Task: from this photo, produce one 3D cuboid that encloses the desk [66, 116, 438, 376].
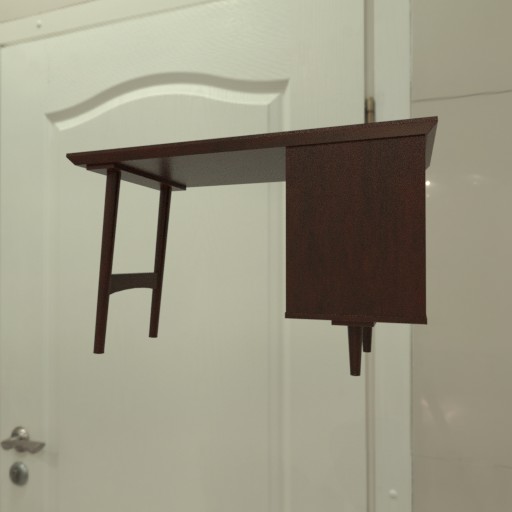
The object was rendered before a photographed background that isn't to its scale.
[{"bbox_3d":[0.000,0.000,1.714,1.277,0.758,0.612,0,-1,19],"label":"desk"}]
